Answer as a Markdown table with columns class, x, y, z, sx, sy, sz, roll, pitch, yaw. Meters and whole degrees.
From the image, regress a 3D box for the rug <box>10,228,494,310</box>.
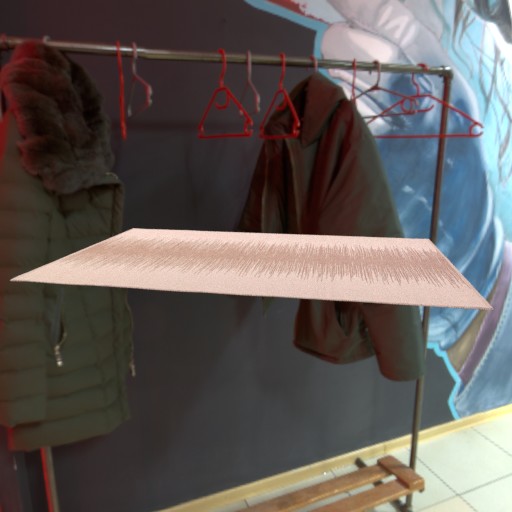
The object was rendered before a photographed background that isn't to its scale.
| class | x | y | z | sx | sy | sz | roll | pitch | yaw |
| --- | --- | --- | --- | --- | --- | --- | --- | --- | --- |
| rug | 0.000 | 0.000 | 2.912 | 2.440 | 0.012 | 1.522 | 3 | 15 | 10 |
